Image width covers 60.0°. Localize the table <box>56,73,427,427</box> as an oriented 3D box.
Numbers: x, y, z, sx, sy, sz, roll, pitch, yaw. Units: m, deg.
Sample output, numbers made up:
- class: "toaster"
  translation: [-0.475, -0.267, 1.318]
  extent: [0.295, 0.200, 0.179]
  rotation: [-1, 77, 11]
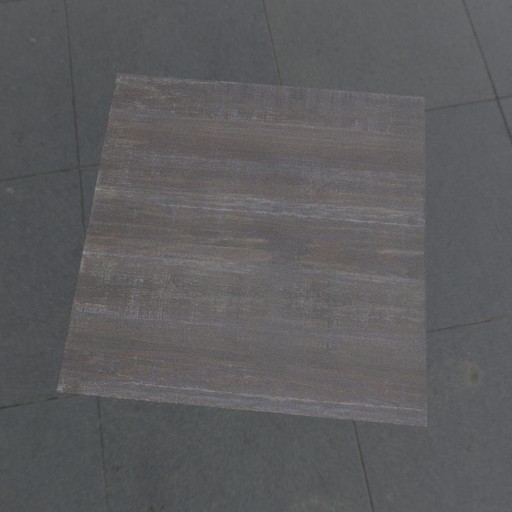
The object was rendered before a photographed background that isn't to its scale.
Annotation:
- class: "table"
  translation: [0.000, 0.000, 1.107]
  extent: [0.696, 0.400, 0.696]
  rotation: [5, 76, 1]
